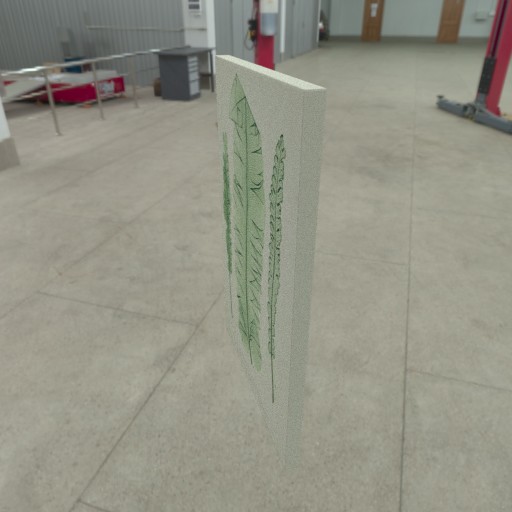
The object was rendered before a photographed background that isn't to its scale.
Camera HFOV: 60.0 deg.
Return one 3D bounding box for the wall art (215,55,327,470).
[{"bbox_3d":[0.000,0.000,1.163,0.038,0.914,0.610,-9,30,-15],"label":"wall art"}]
